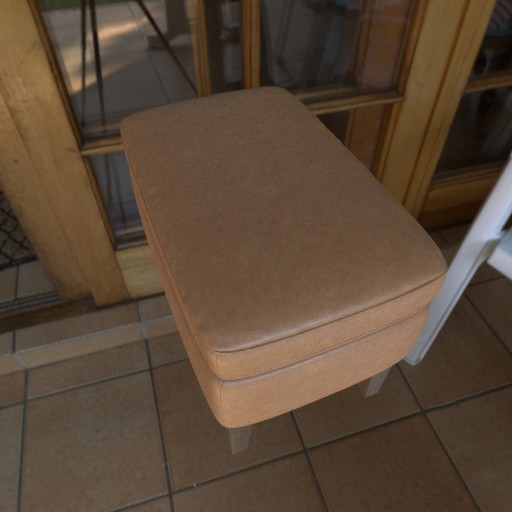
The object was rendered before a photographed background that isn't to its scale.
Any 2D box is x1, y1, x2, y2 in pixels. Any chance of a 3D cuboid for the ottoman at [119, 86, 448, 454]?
[{"bbox_3d":[0.000,0.000,0.976,0.420,0.480,0.670,-17,50,-15],"label":"ottoman"}]
